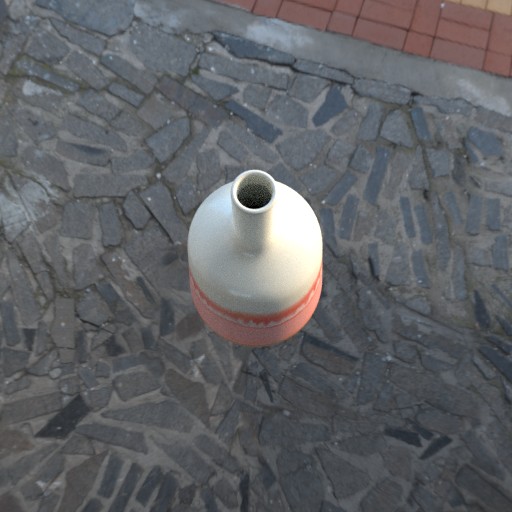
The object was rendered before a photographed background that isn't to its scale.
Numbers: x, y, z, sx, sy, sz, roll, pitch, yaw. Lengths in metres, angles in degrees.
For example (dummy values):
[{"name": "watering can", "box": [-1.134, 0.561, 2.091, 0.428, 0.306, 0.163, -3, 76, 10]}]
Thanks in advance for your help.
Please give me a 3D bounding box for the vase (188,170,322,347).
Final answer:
[{"name": "vase", "box": [0.000, 0.000, 0.386, 0.144, 0.296, 0.144, 0, 76, 0]}]
